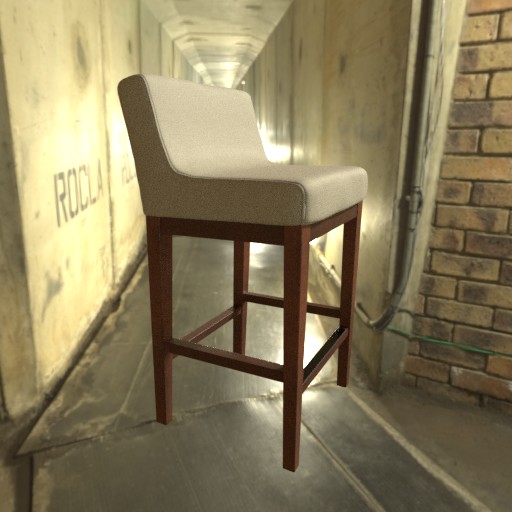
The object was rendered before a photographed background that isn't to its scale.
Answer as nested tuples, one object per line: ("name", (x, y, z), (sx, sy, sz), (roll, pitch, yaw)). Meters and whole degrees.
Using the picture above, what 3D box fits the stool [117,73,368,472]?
("stool", (0.000, 0.000, 1.251), (0.500, 0.937, 0.511), (8, 17, 27))
